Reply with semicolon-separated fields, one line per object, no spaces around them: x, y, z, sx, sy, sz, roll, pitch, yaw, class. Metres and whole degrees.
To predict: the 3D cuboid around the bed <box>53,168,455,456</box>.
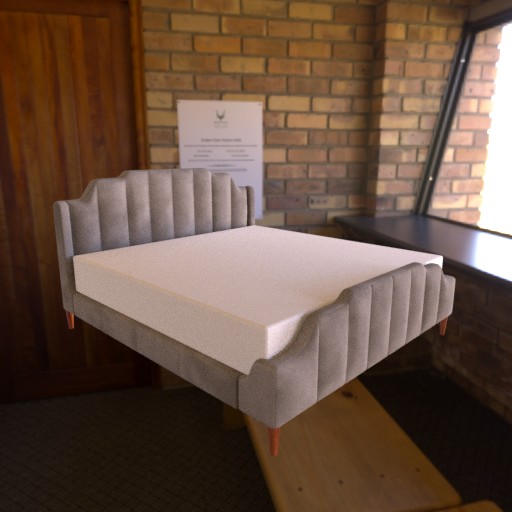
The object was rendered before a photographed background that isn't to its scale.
0.000;0.000;3.405;2.340;1.245;2.074;13;19;43;bed
